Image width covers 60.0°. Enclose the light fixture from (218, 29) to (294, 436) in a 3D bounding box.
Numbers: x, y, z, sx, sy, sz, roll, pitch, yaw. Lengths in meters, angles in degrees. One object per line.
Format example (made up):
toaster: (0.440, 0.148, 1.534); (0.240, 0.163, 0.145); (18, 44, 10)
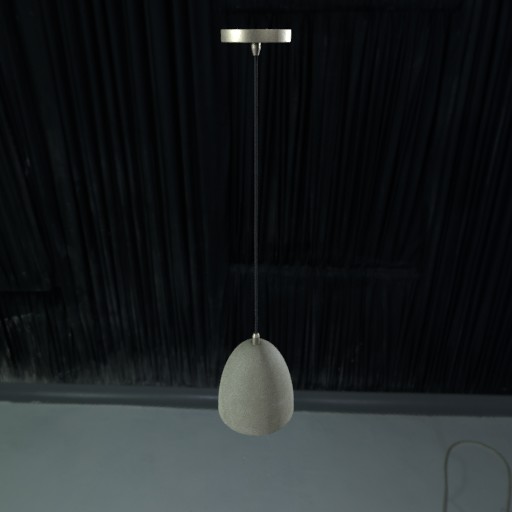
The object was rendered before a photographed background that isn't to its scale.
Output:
light fixture: (0.000, 0.000, 0.835); (0.170, 0.759, 0.170); (0, 27, 0)
